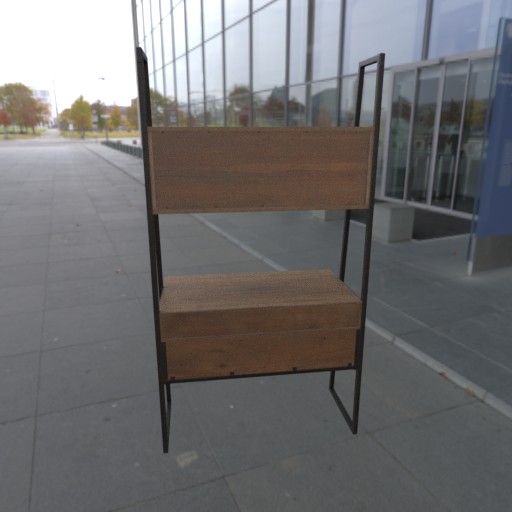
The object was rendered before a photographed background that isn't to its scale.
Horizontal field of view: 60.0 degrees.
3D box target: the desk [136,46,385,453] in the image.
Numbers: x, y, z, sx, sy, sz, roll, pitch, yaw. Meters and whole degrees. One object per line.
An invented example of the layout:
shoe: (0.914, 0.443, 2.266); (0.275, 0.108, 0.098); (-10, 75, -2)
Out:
desk: (0.000, 0.000, 2.209); (0.982, 1.809, 0.515); (-2, 16, -8)
